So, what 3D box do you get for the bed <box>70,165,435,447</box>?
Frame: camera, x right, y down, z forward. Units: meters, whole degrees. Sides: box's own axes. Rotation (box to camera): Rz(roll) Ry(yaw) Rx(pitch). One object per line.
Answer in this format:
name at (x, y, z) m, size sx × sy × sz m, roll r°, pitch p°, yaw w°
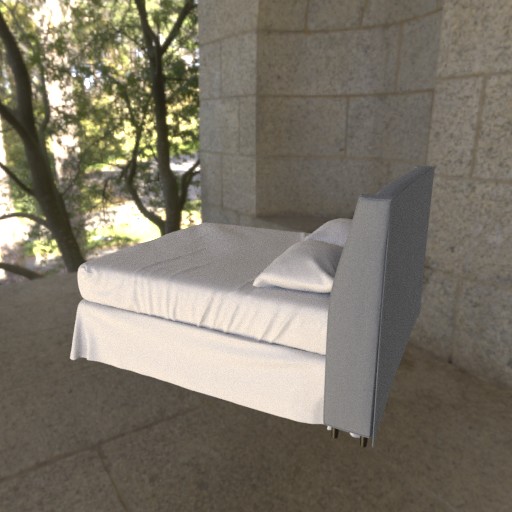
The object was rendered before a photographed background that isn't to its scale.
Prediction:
bed at (0.000, 0.000, 3.377) m, size 2.276 × 1.332 × 1.925 m, roll 8°, pitch 18°, yaw 25°
